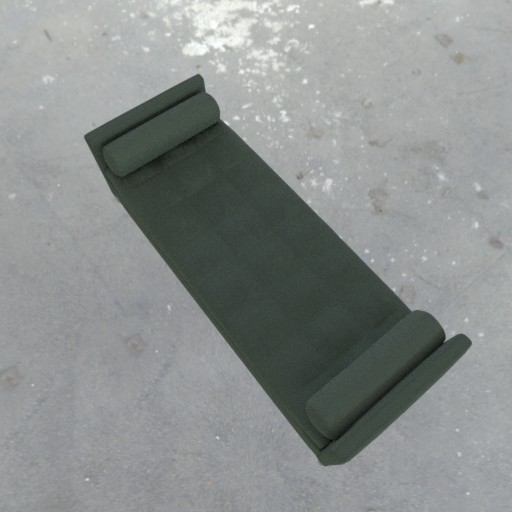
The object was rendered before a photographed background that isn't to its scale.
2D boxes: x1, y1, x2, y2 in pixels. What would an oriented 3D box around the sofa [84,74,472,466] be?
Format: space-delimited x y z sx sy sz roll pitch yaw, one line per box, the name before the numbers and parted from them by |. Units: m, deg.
sofa | 0.000 0.000 2.451 0.797 0.657 2.102 -35 69 -16
